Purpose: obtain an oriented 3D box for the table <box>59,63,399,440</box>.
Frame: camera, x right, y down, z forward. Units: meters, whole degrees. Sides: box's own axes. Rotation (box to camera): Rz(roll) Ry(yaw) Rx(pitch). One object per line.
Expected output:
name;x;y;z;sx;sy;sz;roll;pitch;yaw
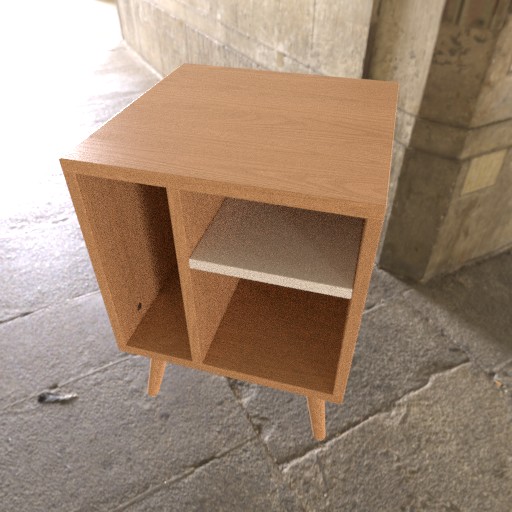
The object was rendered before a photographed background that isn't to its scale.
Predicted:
table;0.000;0.000;0.835;0.400;0.550;0.400;10;41;12
